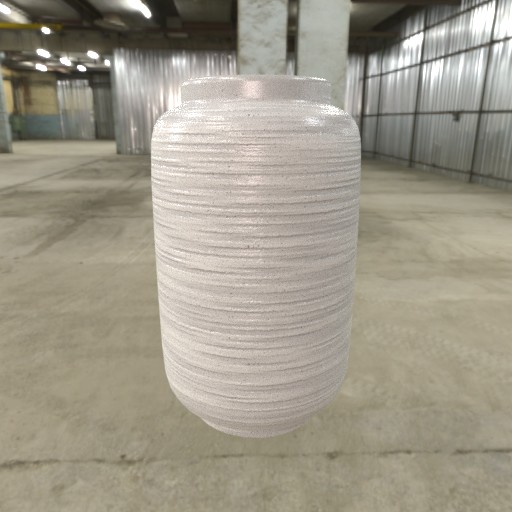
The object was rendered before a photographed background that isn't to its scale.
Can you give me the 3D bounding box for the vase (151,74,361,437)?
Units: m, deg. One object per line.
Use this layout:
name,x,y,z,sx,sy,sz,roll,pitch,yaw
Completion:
vase,0.000,0.000,0.458,0.202,0.335,0.202,0,16,0
